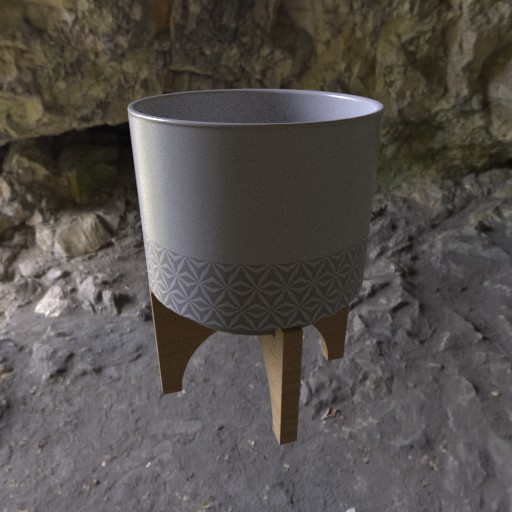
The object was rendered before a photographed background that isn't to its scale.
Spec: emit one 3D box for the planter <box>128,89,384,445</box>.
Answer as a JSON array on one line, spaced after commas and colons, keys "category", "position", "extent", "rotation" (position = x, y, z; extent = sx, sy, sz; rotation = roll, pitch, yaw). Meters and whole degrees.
[{"category": "planter", "position": [0.000, 0.000, 0.393], "extent": [0.188, 0.260, 0.188], "rotation": [0, 26, 0]}]
